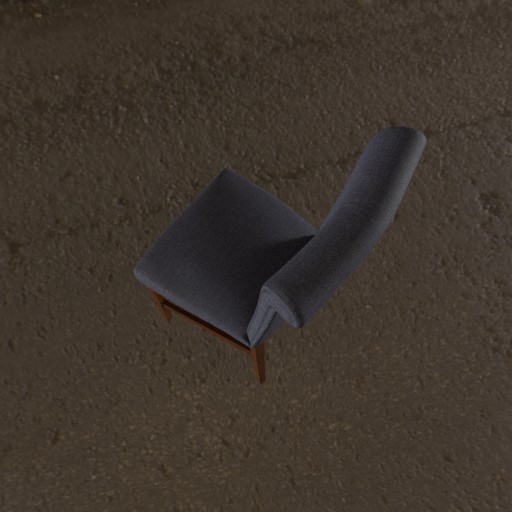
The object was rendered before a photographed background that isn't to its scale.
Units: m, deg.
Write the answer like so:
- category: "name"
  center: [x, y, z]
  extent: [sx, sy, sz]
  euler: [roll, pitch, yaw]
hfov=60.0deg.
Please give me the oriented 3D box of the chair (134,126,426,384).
- category: "chair"
  center: [0.000, 0.000, 1.357]
  extent: [0.608, 0.988, 0.513]
  euler: [32, 68, 15]
